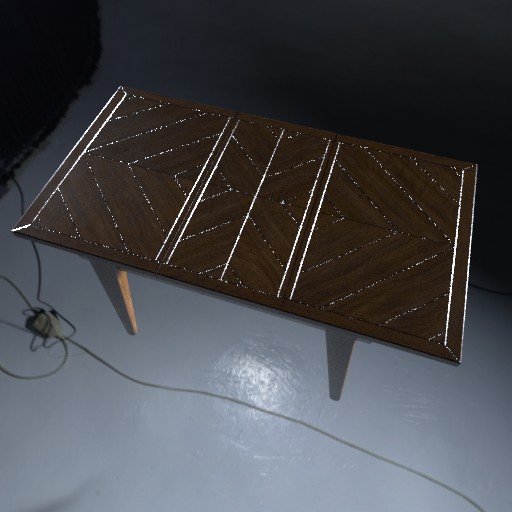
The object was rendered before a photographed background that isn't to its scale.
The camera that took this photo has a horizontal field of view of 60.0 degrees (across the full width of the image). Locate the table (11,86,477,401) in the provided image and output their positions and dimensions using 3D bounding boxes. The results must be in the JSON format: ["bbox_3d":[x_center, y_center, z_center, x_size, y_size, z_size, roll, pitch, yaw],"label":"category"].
[{"bbox_3d":[0.000,0.000,1.813,1.400,0.760,0.757,15,59,9],"label":"table"}]
